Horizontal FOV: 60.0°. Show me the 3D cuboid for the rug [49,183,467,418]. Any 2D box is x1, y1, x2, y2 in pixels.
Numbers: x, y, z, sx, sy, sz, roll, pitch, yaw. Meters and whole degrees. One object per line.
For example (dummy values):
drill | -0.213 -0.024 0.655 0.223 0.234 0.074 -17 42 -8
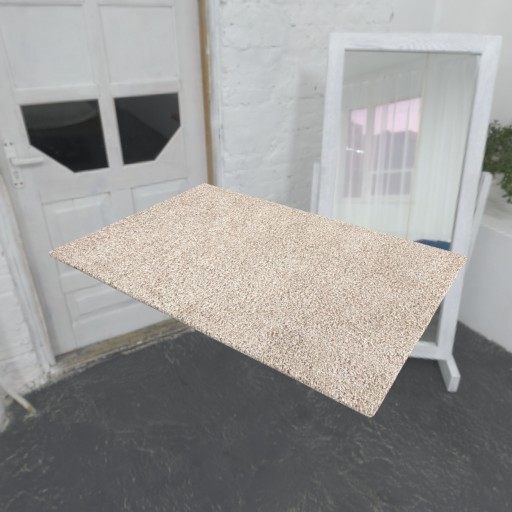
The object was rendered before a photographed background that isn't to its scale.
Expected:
rug | 0.000 0.000 2.274 1.778 0.030 1.219 20 36 30
